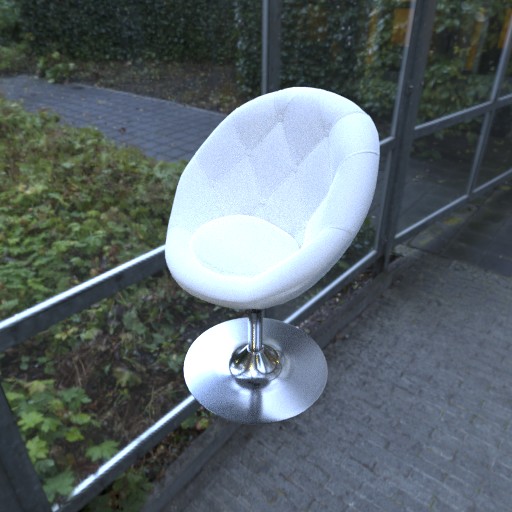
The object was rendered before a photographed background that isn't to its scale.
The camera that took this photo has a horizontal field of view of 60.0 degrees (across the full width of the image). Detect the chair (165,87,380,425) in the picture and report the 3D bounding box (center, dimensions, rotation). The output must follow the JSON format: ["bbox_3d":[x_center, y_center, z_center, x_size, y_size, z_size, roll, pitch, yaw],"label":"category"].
[{"bbox_3d":[0.000,0.000,1.857,0.736,1.261,0.940,-21,38,-31],"label":"chair"}]
